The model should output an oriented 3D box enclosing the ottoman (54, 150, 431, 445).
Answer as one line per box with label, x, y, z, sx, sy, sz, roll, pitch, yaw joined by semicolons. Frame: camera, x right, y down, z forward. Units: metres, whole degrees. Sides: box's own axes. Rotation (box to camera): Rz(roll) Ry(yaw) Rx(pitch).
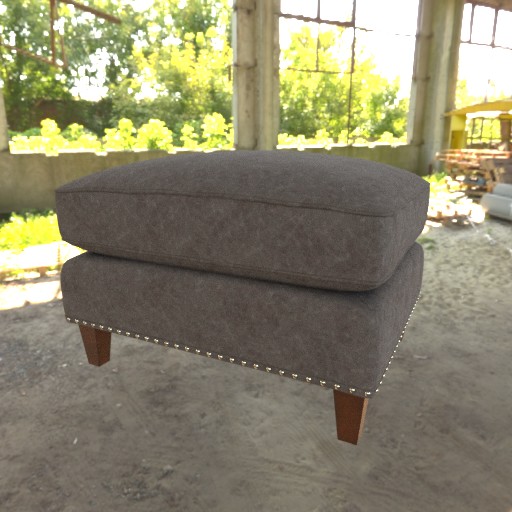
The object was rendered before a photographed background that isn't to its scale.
ottoman;0.000;0.000;1.108;0.741;0.513;0.584;7;17;26
